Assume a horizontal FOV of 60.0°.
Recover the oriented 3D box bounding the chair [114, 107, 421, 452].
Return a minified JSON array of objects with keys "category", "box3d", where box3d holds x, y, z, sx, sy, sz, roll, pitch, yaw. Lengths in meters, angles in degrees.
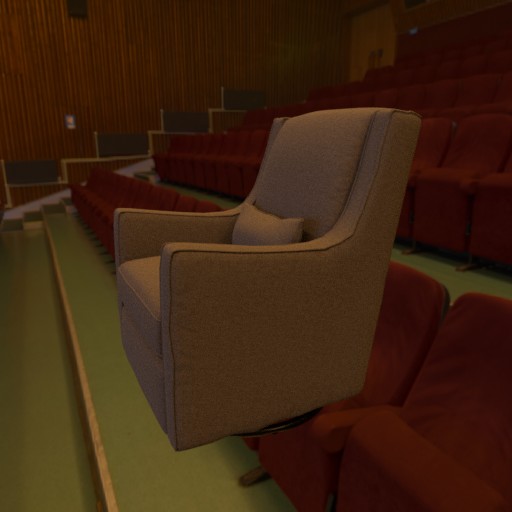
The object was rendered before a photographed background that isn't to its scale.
[{"category":"chair","box3d":[0.000,0.000,1.548,0.879,0.993,0.732,-8,17,-26]}]
